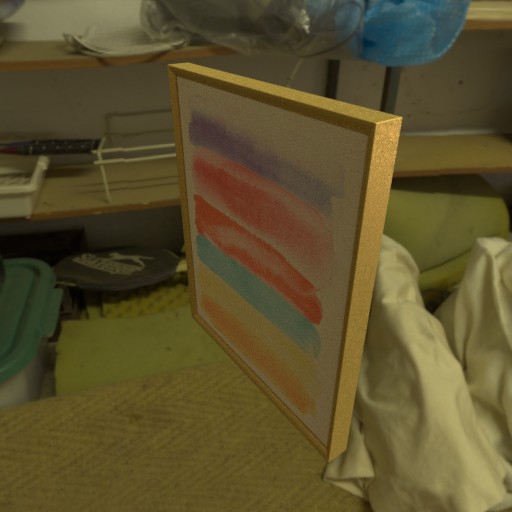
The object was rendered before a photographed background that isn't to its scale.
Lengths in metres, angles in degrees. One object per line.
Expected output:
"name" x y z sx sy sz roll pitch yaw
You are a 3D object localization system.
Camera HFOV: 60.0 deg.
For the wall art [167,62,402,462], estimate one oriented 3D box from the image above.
"wall art" 0.000 0.000 0.874 0.048 0.642 0.537 -21 37 -30
